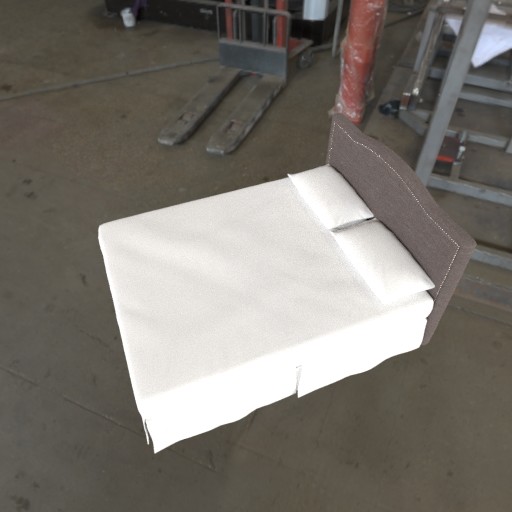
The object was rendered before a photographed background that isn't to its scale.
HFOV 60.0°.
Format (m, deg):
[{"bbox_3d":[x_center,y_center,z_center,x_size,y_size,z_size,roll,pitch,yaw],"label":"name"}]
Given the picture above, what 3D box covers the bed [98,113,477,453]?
[{"bbox_3d":[0.000,0.000,4.004,2.689,1.457,2.161,-16,49,-15],"label":"bed"}]
